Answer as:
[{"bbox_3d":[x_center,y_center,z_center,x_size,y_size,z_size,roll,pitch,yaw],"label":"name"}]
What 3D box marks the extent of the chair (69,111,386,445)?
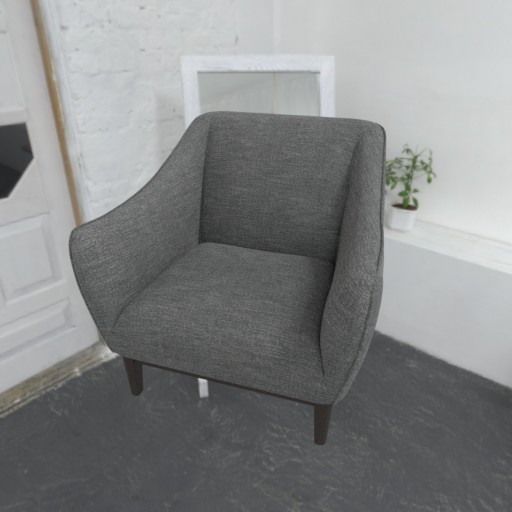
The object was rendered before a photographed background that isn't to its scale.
[{"bbox_3d":[0.000,0.000,1.545,0.870,0.829,0.851,9,29,16],"label":"chair"}]
